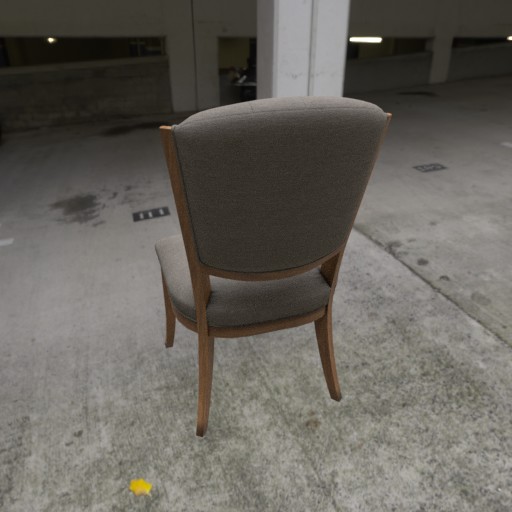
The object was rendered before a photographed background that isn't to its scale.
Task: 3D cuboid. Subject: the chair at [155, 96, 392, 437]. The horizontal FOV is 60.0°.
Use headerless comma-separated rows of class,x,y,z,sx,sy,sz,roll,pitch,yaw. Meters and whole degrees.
chair,0.000,0.000,1.241,0.513,0.905,0.584,-8,28,-16
